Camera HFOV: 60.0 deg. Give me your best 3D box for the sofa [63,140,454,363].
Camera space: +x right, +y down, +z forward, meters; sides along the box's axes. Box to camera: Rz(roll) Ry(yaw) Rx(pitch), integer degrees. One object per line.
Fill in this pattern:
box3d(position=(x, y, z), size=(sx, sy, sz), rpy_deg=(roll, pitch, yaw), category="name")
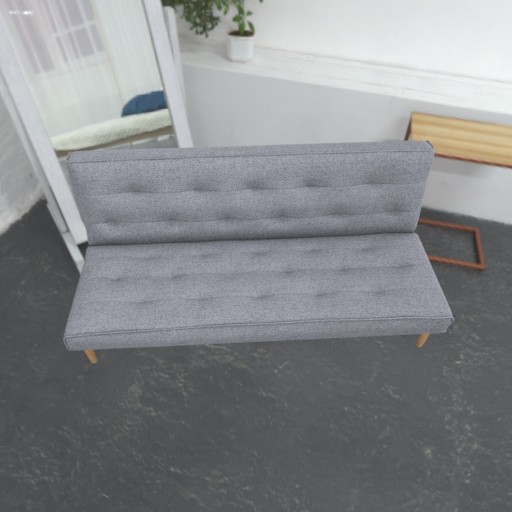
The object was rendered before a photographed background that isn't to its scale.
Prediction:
box3d(position=(0.000, 0.000, 2.242), size=(1.820, 0.830, 0.810), rpy_deg=(-2, 47, -2), category="sofa")
